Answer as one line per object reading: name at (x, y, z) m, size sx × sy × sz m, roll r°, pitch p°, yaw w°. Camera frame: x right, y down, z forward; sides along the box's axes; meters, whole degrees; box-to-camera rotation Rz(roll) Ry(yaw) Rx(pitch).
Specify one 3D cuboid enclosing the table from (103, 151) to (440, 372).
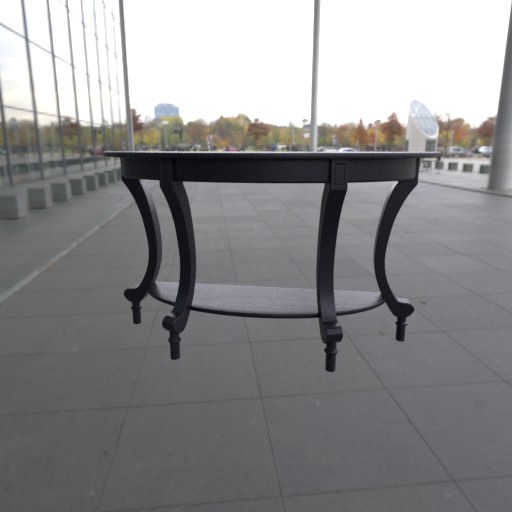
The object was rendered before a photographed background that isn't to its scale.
table at (0.000, 0.000, 1.516) m, size 1.198 × 0.692 × 0.394 m, roll 2°, pitch 14°, yaw 9°
